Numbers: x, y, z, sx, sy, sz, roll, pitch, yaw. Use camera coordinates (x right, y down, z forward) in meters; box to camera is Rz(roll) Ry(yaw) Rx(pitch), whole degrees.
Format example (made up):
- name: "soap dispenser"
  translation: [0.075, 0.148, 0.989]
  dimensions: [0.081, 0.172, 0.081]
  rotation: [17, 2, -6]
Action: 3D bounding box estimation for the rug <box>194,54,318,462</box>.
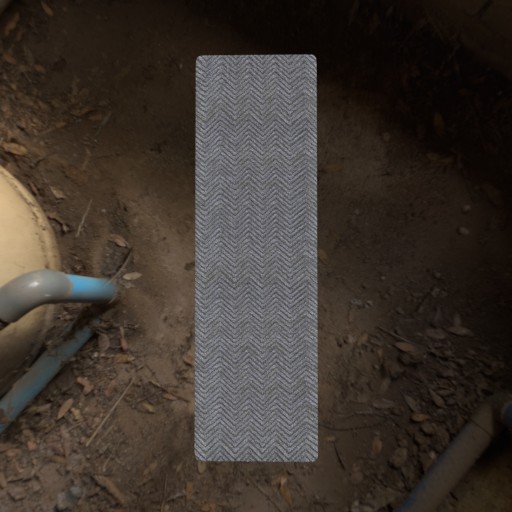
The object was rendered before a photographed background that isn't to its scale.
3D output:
- name: "rug"
  translation: [0.000, 0.000, 2.497]
  dimensions: [0.686, 0.008, 2.286]
  rotation: [0, 89, 1]
